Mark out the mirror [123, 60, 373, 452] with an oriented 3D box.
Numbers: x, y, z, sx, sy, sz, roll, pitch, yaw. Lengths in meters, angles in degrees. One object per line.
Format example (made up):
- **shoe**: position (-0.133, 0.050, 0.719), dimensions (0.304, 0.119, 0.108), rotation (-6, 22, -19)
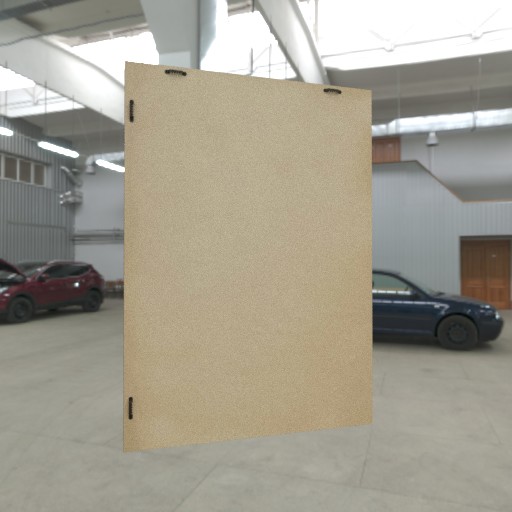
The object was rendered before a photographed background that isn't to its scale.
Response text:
- **mirror**: position (0.000, 0.000, 0.888), dimensions (0.507, 0.710, 0.040), rotation (0, -1, -16)
